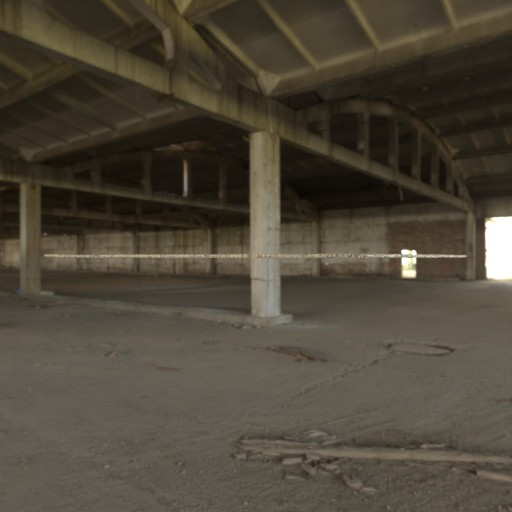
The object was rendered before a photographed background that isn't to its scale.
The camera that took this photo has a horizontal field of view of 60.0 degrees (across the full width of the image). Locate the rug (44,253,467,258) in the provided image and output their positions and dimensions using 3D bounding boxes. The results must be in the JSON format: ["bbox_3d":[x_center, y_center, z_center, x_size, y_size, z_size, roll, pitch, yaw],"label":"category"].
[{"bbox_3d":[0.000,0.000,4.200,3.199,0.036,2.414,0,0,37],"label":"rug"}]
